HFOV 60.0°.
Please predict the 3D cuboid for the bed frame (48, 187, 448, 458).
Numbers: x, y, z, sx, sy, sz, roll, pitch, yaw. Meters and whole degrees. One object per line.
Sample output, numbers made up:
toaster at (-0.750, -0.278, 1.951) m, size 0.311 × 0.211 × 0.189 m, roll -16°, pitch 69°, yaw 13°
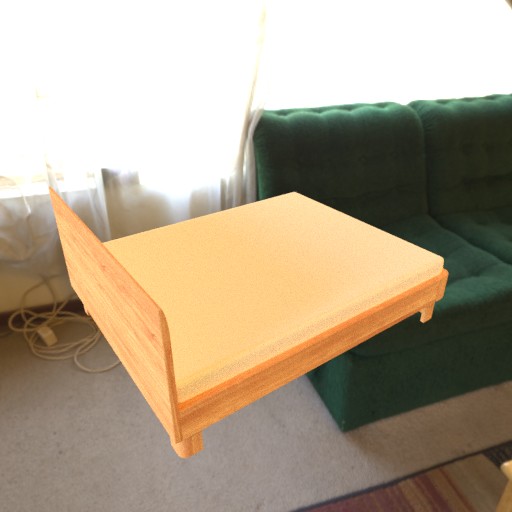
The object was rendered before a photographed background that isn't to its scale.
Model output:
bed frame at (0.000, 0.000, 3.010) m, size 2.092 × 0.940 × 1.660 m, roll -19°, pitch 34°, yaw -31°
